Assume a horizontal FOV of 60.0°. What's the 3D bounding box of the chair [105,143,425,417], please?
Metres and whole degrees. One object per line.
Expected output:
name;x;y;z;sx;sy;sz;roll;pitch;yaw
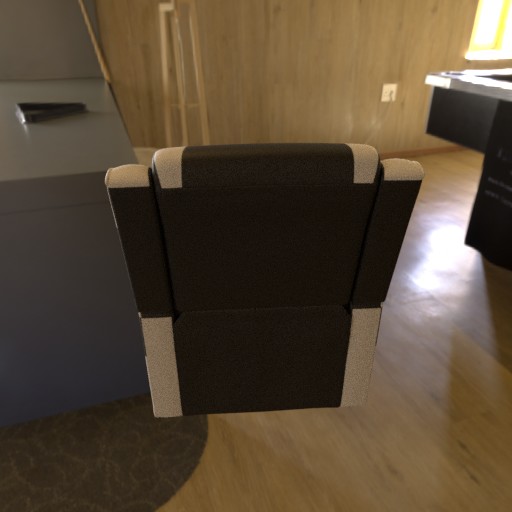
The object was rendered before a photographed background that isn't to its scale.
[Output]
chair;0.000;0.000;1.293;0.620;0.805;0.672;-2;29;-4
